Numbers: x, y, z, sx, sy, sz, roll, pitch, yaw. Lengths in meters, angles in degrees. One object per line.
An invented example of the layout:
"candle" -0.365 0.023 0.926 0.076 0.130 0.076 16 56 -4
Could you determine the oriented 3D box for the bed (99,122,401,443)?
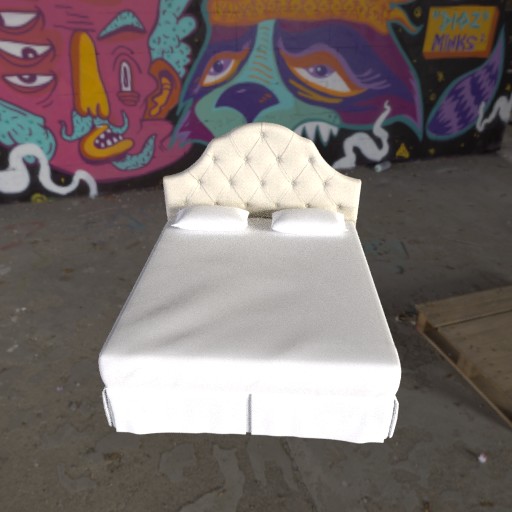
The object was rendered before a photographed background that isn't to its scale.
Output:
"bed" 0.000 0.000 3.575 2.008 1.615 2.214 1 30 2
